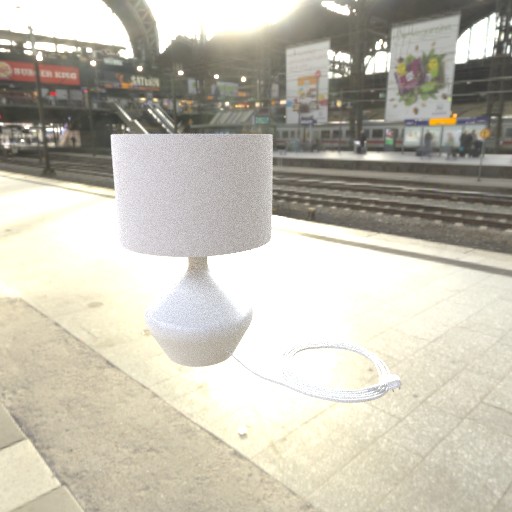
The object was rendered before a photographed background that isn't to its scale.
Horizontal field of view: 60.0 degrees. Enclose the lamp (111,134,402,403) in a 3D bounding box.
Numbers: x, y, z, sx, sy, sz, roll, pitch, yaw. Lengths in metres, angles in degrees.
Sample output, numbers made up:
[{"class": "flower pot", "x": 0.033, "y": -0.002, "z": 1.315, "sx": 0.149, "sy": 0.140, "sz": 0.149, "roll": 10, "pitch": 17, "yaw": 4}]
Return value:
[{"class": "lamp", "x": 0.000, "y": 0.000, "z": 0.864, "sx": 0.546, "sy": 0.457, "sz": 0.401, "roll": 14, "pitch": 20, "yaw": 42}]
